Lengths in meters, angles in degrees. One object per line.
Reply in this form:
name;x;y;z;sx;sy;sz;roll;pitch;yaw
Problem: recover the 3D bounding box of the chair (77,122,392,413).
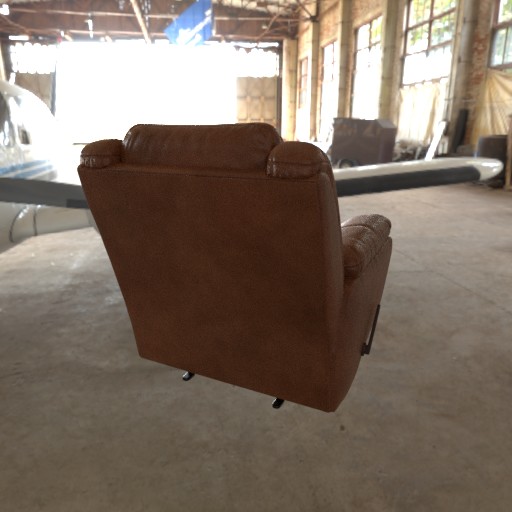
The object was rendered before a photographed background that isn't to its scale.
chair;0.000;0.000;1.910;0.990;1.093;1.041;8;18;26
